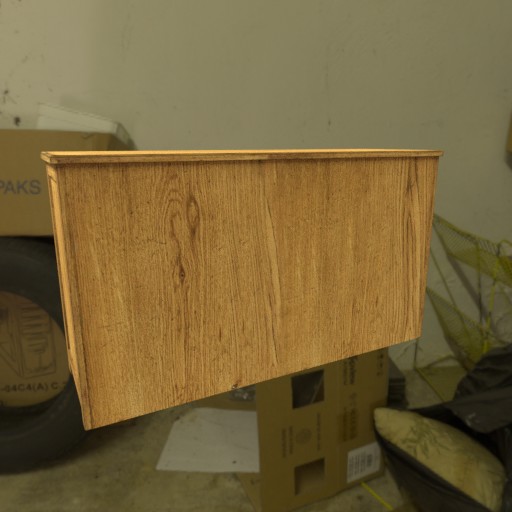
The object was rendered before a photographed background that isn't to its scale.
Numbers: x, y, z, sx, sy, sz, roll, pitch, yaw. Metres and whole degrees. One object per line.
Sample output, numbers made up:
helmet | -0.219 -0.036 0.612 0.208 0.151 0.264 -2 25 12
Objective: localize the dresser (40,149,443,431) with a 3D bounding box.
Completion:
dresser | 0.000 0.000 2.021 1.657 0.932 0.563 -8 16 -27
